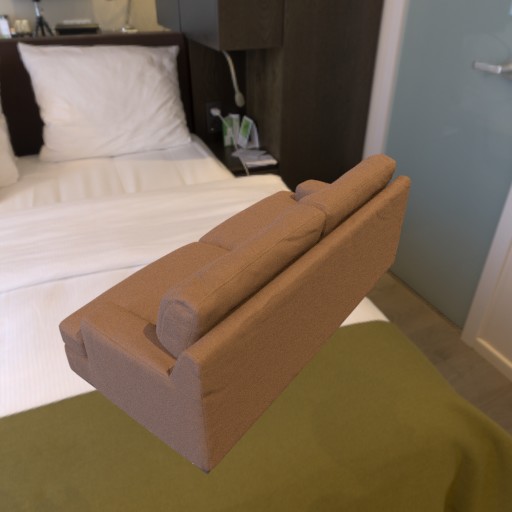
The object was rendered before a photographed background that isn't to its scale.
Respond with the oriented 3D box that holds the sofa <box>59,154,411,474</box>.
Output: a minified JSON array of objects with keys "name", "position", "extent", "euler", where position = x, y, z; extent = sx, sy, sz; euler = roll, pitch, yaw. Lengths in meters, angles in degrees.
[{"name":"sofa","position":[0.000,0.000,2.870],"extent":[1.140,0.950,2.274],"euler":[22,38,30]}]
